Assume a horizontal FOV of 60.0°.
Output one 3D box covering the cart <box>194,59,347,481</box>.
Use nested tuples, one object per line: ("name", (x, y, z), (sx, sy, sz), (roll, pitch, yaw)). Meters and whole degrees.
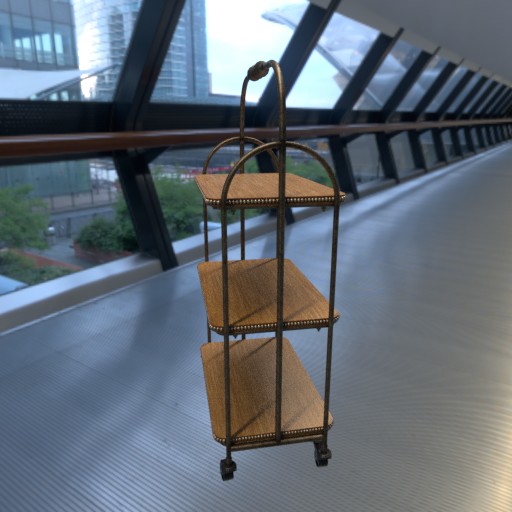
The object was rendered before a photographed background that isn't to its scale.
("cart", (0.000, 0.000, 1.318), (0.330, 1.052, 0.650), (-3, 16, -10))
